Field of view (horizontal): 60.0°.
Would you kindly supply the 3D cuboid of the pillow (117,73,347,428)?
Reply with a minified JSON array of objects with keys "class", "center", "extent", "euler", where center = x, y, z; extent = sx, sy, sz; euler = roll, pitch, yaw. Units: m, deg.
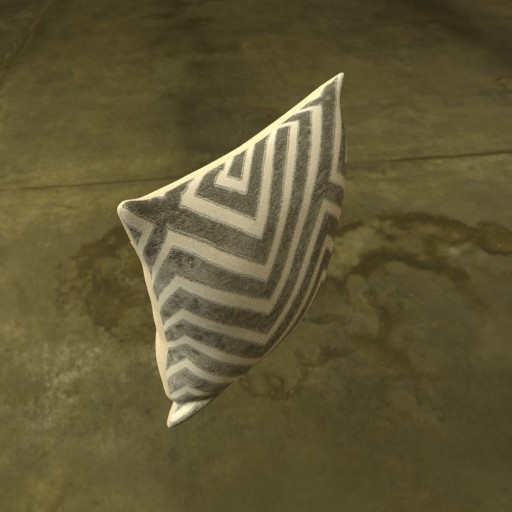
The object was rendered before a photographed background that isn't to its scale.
[{"class":"pillow","center":[0.000,0.000,0.682],"extent":[0.182,0.441,0.440],"euler":[28,50,26]}]
